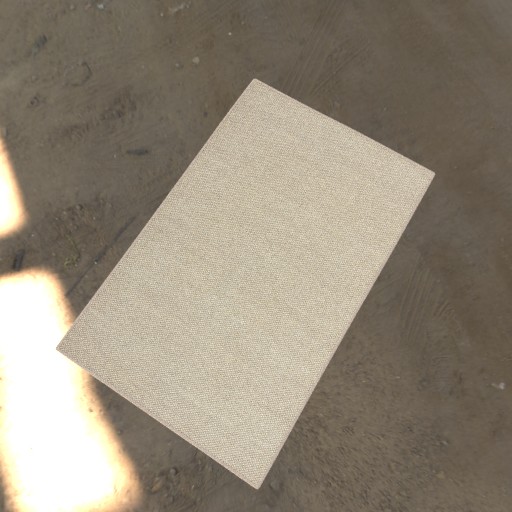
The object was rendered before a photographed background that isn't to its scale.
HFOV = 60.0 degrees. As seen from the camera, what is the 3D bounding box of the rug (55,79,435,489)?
[{"bbox_3d":[0.000,0.000,2.083,1.067,0.013,1.676,31,76,9],"label":"rug"}]
